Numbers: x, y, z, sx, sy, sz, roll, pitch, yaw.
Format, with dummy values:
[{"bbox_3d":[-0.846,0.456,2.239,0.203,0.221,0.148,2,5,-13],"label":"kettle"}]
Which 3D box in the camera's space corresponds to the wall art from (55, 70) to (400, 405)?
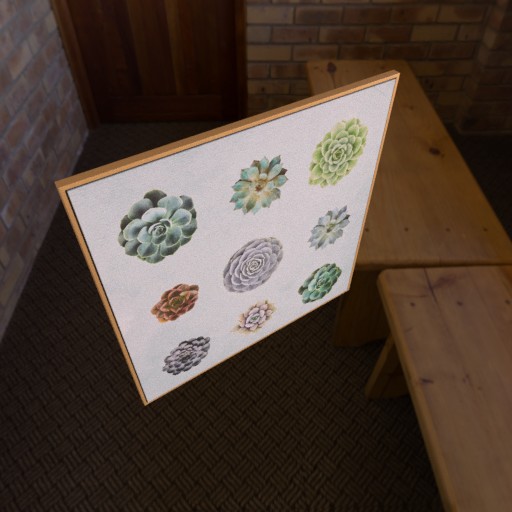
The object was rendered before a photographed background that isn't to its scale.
[{"bbox_3d":[0.000,0.000,0.674,0.457,0.455,0.013,-26,51,-23],"label":"wall art"}]
